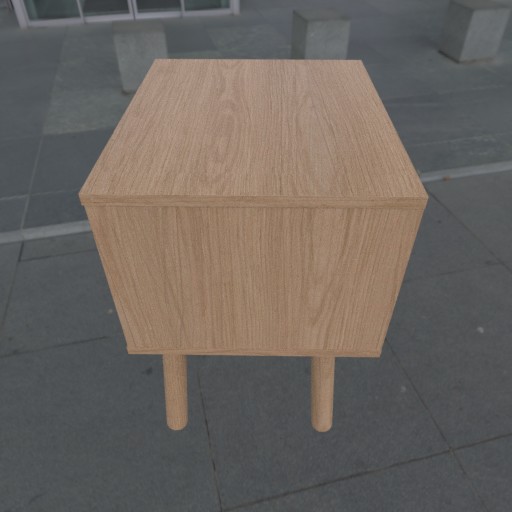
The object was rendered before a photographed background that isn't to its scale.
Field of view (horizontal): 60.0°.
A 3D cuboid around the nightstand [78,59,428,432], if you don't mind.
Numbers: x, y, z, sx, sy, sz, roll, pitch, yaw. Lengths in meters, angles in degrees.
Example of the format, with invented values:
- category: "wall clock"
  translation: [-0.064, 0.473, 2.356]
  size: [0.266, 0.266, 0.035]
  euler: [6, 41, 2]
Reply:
- category: "nightstand"
  translation: [0.000, 0.000, 0.838]
  size: [0.380, 0.571, 0.450]
  euler: [1, 41, 1]
